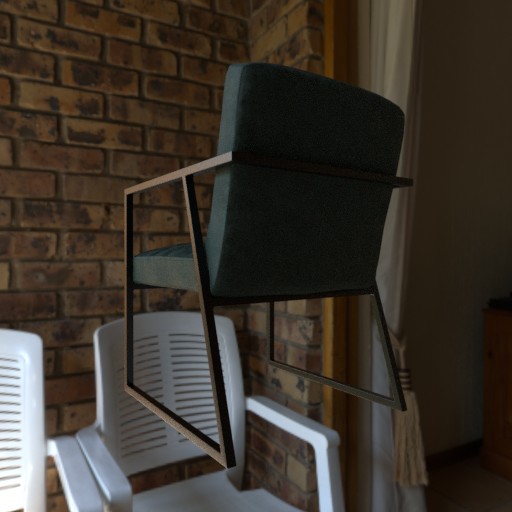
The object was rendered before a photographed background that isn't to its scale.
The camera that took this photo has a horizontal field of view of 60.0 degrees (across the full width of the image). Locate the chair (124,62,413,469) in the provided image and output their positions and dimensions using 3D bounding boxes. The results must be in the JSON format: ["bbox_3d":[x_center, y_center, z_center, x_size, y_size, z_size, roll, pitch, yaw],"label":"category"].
[{"bbox_3d":[0.000,0.000,1.286,0.571,0.833,0.677,0,0,-35],"label":"chair"}]
